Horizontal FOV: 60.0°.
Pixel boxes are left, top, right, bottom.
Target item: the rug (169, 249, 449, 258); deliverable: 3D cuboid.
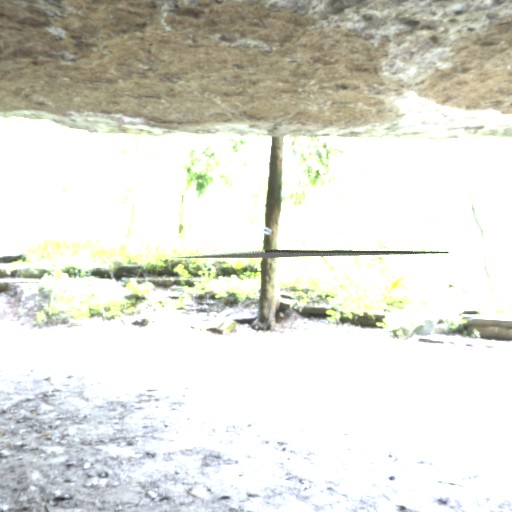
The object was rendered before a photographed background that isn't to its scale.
[{"bbox_3d":[0.000,0.000,2.034,0.562,0.009,1.824,0,-1,-18],"label":"rug"}]
